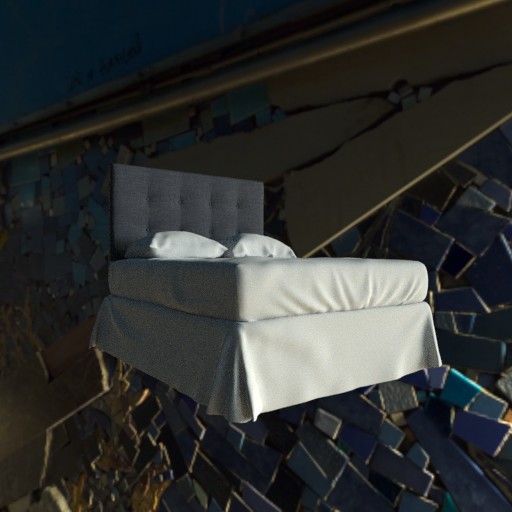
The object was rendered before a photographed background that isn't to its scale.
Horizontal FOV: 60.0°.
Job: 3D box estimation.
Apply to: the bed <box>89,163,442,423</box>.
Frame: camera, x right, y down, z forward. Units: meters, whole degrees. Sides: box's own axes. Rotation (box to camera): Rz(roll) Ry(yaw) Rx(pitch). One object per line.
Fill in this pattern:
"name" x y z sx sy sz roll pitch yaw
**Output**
"bed" 0.000 0.000 3.456 1.936 1.577 2.222 0 0 -37
